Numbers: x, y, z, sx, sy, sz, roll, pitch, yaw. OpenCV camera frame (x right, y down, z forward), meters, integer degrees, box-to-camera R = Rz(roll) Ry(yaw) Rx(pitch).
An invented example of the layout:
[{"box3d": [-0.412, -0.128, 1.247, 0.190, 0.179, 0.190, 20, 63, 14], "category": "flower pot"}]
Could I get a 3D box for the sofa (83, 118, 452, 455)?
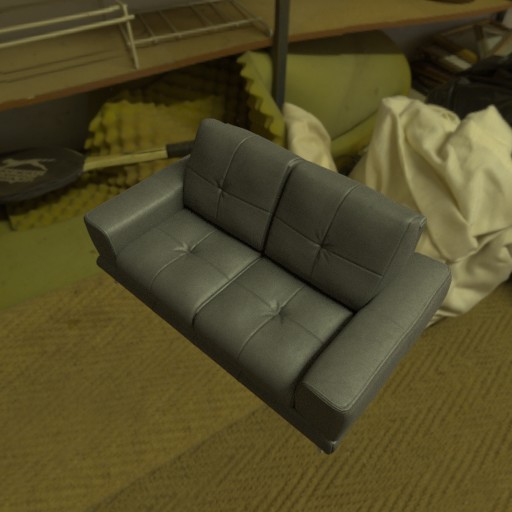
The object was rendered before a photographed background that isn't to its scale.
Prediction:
[{"box3d": [0.000, 0.000, 2.409, 1.806, 0.907, 1.018, 32, 54, 27], "category": "sofa"}]
